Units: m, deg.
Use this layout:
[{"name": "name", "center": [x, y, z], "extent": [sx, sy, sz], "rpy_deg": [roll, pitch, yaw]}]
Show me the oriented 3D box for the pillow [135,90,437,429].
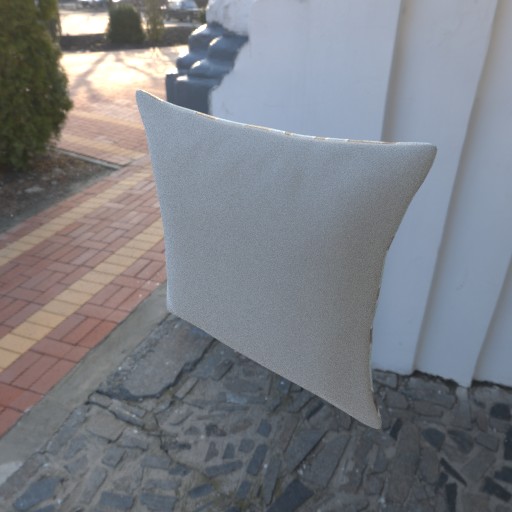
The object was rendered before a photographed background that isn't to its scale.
[{"name": "pillow", "center": [0.000, 0.000, 0.794], "extent": [0.552, 0.508, 0.166], "rpy_deg": [22, 37, 33]}]
